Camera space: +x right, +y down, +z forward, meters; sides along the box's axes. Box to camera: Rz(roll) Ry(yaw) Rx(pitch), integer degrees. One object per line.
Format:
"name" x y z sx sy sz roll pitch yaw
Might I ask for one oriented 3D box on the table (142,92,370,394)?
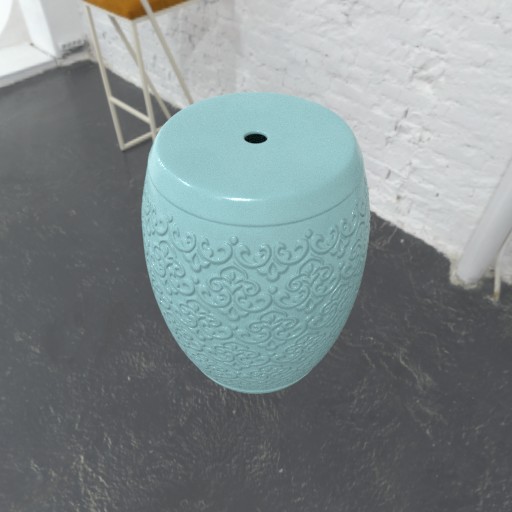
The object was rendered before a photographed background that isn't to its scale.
"table" 0.000 0.000 0.651 0.309 0.397 0.309 0 46 0
